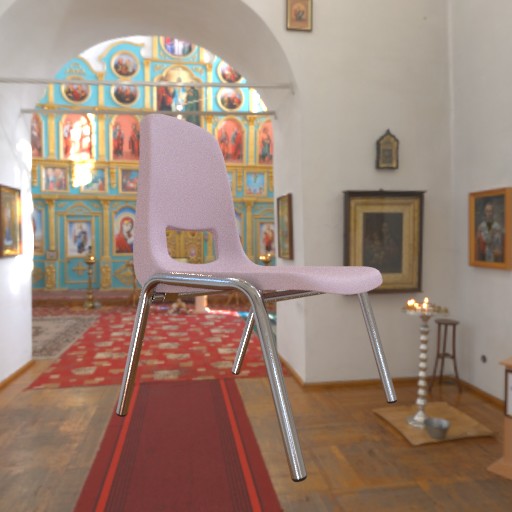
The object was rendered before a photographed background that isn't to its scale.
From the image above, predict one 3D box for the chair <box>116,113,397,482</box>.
[{"bbox_3d":[0.000,0.000,0.772,0.385,0.536,0.354,0,1,36],"label":"chair"}]
